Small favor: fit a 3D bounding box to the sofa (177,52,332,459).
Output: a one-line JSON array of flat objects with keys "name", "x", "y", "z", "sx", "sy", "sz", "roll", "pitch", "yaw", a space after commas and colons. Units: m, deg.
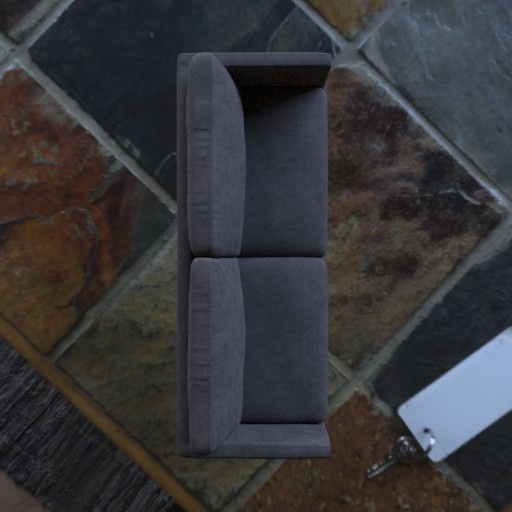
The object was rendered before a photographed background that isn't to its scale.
[{"name": "sofa", "x": 0.000, "y": 0.000, "z": 2.900, "sx": 0.951, "sy": 0.965, "sz": 2.434, "roll": 0, "pitch": 90, "yaw": 1}]
